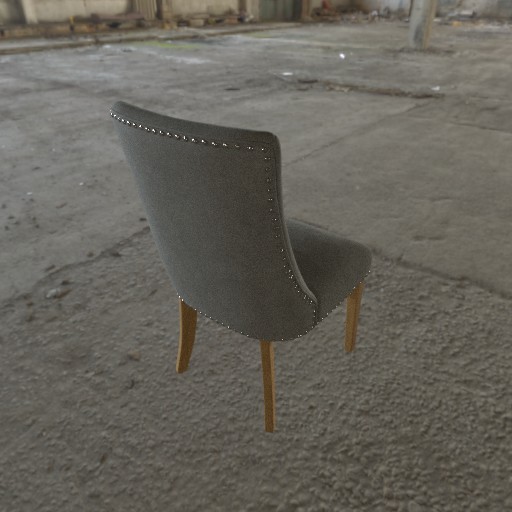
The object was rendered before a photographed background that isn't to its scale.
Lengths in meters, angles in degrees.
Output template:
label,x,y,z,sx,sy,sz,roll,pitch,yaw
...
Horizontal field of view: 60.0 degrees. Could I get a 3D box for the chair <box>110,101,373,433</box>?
label,x,y,z,sx,sy,sz,roll,pitch,yaw
chair,0.000,0.000,1.303,0.495,0.902,0.610,22,37,32
